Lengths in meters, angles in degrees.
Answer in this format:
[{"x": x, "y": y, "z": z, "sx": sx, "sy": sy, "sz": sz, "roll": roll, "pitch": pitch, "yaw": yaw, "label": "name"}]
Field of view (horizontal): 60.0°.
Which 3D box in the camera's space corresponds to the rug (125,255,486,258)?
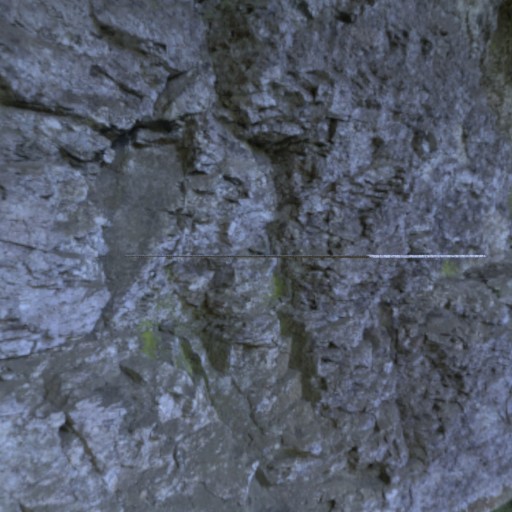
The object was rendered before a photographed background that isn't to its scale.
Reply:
[{"x": 0.000, "y": 0.000, "z": 2.727, "sx": 0.807, "sy": 0.013, "sz": 2.436, "roll": 0, "pitch": 0, "yaw": -36, "label": "rug"}]
